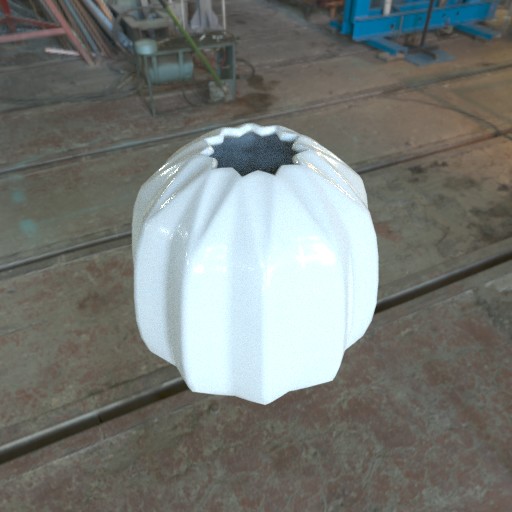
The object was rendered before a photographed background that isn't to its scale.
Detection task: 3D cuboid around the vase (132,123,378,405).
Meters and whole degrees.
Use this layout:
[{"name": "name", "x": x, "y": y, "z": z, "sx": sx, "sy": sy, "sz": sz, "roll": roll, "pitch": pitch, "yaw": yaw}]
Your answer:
[{"name": "vase", "x": 0.000, "y": 0.000, "z": 0.247, "sx": 0.139, "sy": 0.134, "sz": 0.139, "roll": 0, "pitch": 42, "yaw": 0}]
